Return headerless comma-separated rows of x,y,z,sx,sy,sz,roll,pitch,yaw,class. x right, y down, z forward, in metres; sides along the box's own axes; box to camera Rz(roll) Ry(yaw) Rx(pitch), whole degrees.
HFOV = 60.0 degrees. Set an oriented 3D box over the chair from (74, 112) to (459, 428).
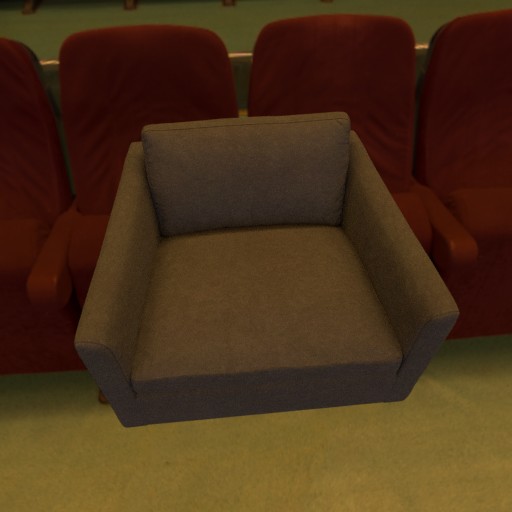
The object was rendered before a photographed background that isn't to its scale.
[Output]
0.000,0.000,1.865,1.190,0.845,1.091,-4,48,-4,chair
